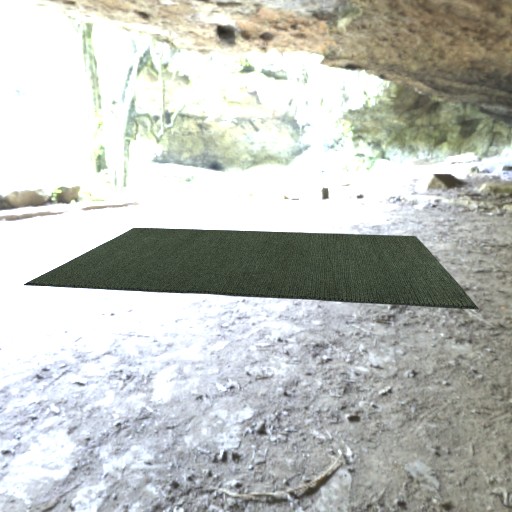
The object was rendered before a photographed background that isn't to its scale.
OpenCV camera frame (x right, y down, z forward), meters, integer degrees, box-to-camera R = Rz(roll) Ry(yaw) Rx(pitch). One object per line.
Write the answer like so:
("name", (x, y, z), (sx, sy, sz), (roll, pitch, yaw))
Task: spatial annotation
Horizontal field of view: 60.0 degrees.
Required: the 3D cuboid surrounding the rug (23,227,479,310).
("rug", (0.000, 0.000, 3.066), (2.443, 0.021, 1.538), (2, 16, 8))
